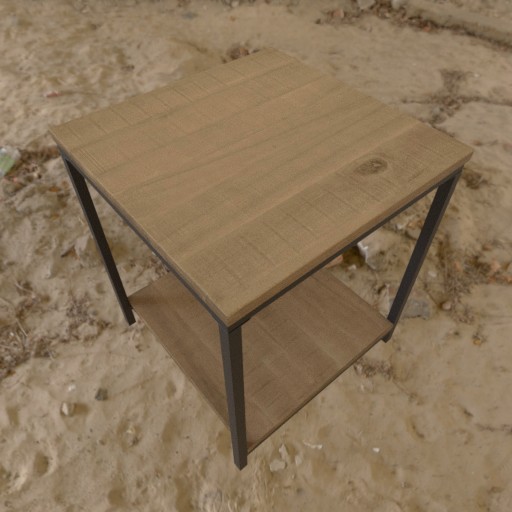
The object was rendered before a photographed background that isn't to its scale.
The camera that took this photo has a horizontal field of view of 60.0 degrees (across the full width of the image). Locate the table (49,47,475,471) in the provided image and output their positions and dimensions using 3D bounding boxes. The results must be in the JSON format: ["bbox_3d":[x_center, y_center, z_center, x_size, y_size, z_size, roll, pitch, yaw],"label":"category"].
[{"bbox_3d":[0.000,0.000,0.959,0.507,0.589,0.503,-32,56,-25],"label":"table"}]
